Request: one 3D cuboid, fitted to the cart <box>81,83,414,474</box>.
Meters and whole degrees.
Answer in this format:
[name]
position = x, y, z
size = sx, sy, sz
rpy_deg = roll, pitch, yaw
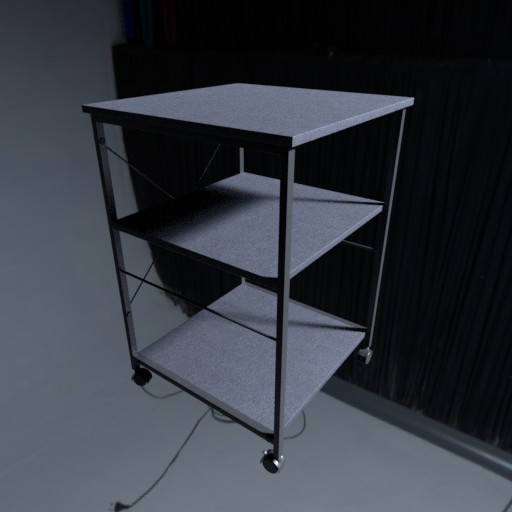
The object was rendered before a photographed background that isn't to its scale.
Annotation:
[cart]
position = 0.000, 0.000, 1.144
size = 0.520, 0.762, 0.521
rpy_deg = 19, 32, 32
